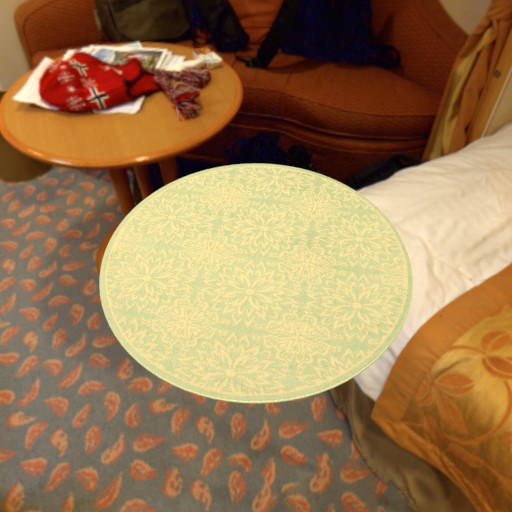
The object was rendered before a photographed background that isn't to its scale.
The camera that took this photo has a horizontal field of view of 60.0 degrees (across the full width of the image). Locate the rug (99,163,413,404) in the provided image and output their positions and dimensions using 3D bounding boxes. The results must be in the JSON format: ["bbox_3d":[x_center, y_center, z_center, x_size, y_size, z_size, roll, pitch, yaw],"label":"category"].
[{"bbox_3d":[0.000,0.000,2.314,1.593,0.012,1.593,0,48,0],"label":"rug"}]
